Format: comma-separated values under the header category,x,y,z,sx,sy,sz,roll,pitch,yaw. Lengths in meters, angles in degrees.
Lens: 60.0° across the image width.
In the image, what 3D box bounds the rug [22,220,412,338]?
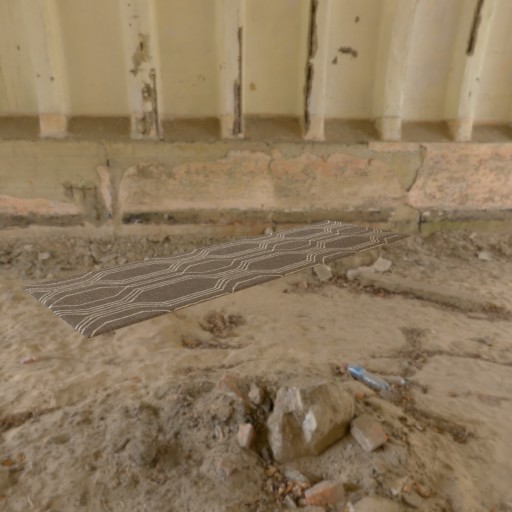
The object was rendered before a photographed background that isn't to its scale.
category,x,y,z,sx,sy,sz,roll,pitch,yaw
rug,0.000,0.000,2.741,2.464,0.012,0.773,-14,21,-42
